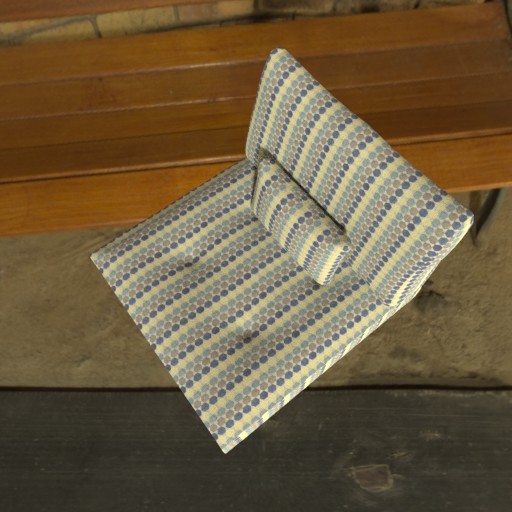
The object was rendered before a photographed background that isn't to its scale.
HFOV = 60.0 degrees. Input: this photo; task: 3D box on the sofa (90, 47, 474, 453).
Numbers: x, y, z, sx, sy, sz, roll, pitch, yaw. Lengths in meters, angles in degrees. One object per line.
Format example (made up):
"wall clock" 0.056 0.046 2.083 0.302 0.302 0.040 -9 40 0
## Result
"sofa" 0.000 0.000 1.664 1.000 0.830 0.930 -35 69 -15
